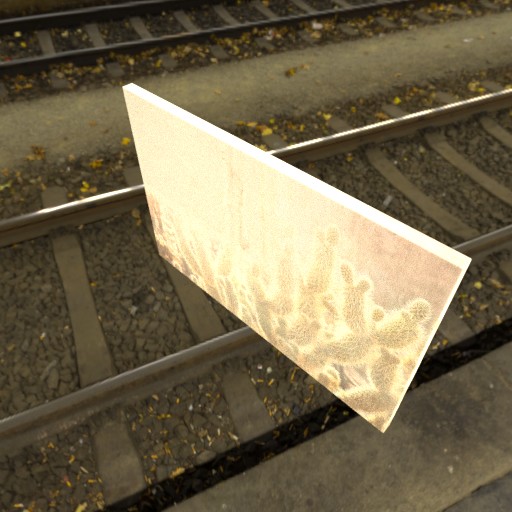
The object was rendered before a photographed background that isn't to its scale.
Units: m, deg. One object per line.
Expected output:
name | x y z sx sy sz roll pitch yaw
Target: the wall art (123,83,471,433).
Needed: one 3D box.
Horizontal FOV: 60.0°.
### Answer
wall art | 0.000 0.000 1.410 1.142 0.758 0.041 34 55 29
